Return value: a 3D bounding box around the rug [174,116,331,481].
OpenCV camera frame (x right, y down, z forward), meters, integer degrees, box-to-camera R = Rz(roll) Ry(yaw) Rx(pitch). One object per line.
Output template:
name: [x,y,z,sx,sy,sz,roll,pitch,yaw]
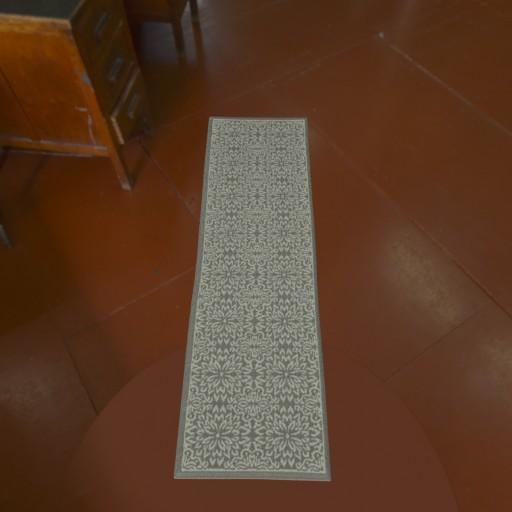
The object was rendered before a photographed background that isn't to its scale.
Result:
rug: [0.000,0.000,2.430,0.662,0.011,2.196,1,59,0]
